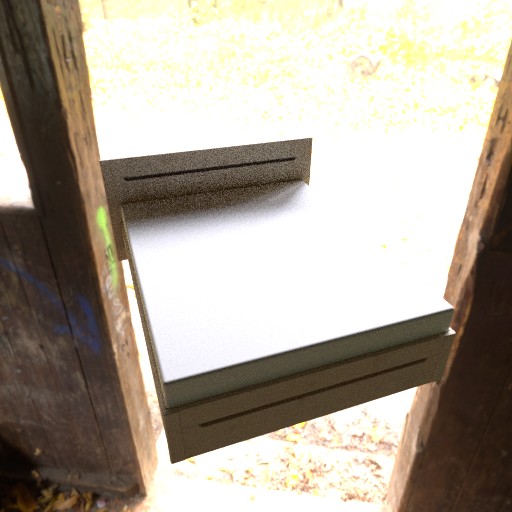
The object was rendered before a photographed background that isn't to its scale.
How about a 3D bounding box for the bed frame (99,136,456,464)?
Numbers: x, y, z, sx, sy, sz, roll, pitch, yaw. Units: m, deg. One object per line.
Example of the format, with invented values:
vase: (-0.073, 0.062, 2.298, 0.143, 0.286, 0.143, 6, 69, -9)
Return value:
bed frame: (0.000, 0.000, 3.045, 1.800, 0.900, 2.080, -11, 33, -17)
